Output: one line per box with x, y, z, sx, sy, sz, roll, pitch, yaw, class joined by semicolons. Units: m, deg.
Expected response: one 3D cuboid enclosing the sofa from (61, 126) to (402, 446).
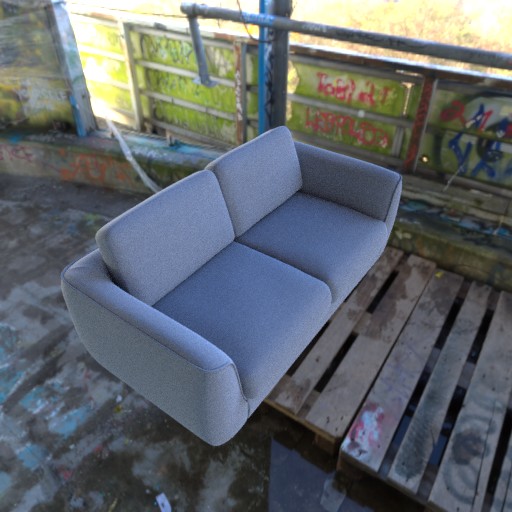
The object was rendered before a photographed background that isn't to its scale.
0.000;0.000;2.248;0.920;0.850;1.700;24;45;27;sofa
